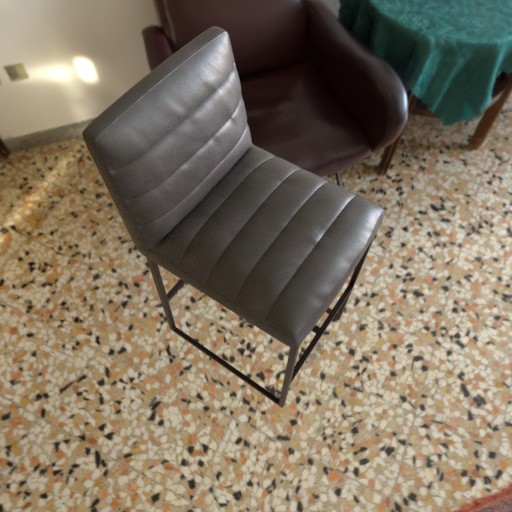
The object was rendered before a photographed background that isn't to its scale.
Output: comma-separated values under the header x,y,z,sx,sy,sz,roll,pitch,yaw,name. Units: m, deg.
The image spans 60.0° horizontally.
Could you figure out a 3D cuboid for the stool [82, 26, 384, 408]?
x,y,z,sx,sy,sz,roll,pitch,yaw,name
0.000,0.000,1.333,0.562,1.065,0.463,31,64,17,stool
